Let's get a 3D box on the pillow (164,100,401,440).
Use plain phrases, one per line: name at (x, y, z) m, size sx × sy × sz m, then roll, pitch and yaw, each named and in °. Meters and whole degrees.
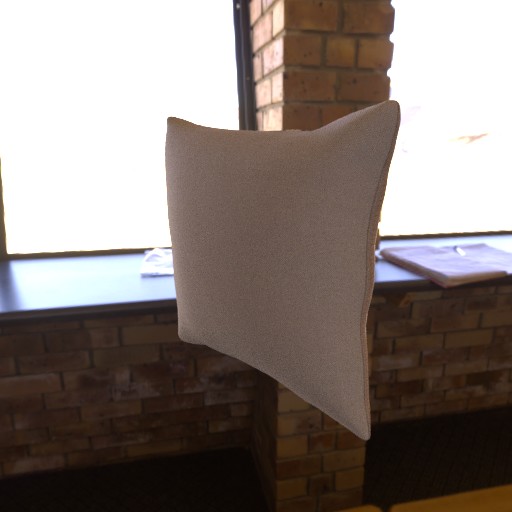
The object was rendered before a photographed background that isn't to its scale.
pillow at (0.000, 0.000, 0.637) m, size 0.173 × 0.401 × 0.416 m, roll -14°, pitch 20°, yaw -42°
